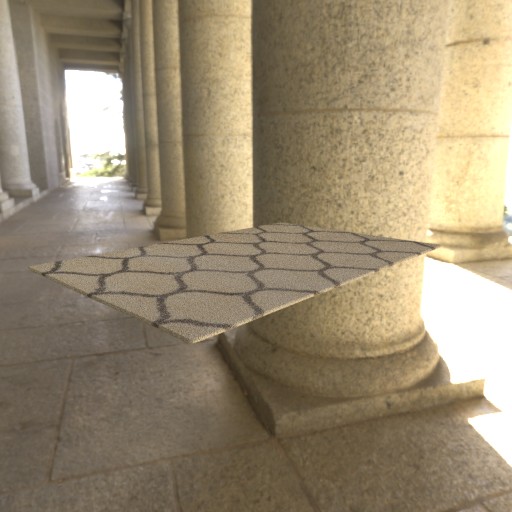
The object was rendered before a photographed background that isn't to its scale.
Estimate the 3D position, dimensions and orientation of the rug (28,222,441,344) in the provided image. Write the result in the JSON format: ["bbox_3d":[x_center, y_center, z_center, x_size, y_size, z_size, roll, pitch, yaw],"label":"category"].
[{"bbox_3d":[0.000,0.000,3.410,1.801,0.026,2.701,12,18,42],"label":"rug"}]
